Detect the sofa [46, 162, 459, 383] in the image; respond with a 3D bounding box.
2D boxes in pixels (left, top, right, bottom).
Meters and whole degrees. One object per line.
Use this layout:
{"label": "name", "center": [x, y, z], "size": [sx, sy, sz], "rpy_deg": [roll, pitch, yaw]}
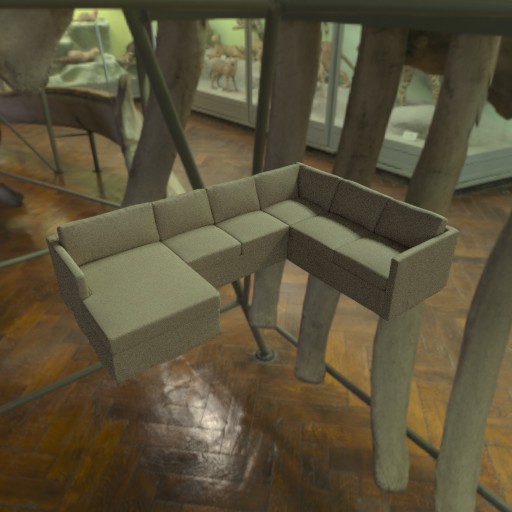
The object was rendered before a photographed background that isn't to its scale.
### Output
{"label": "sofa", "center": [0.000, 0.000, 4.640], "size": [3.528, 0.878, 2.476], "rpy_deg": [-21, 36, -31]}
